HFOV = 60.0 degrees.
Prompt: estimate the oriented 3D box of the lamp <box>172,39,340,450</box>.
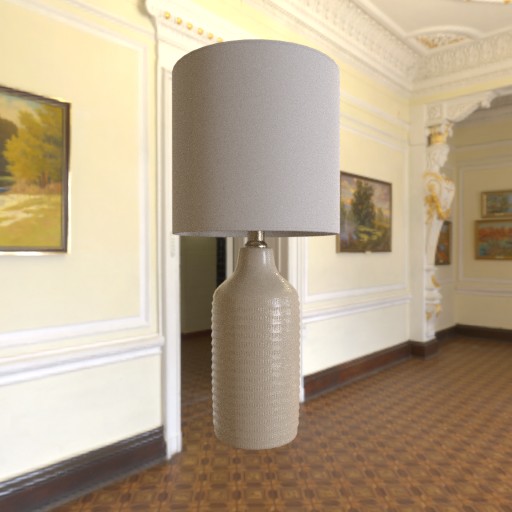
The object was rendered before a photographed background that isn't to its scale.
[{"bbox_3d":[0.000,0.000,0.595,0.220,0.475,0.220,0,1,-35],"label":"lamp"}]
